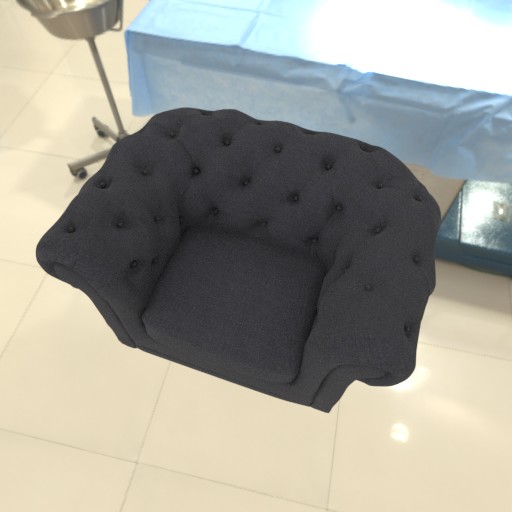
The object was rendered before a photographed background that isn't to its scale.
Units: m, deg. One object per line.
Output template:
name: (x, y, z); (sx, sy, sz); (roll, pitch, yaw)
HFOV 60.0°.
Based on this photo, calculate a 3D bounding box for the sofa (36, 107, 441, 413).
sofa: (0.000, 0.000, 2.001); (1.405, 0.878, 1.032); (16, 58, 10)
